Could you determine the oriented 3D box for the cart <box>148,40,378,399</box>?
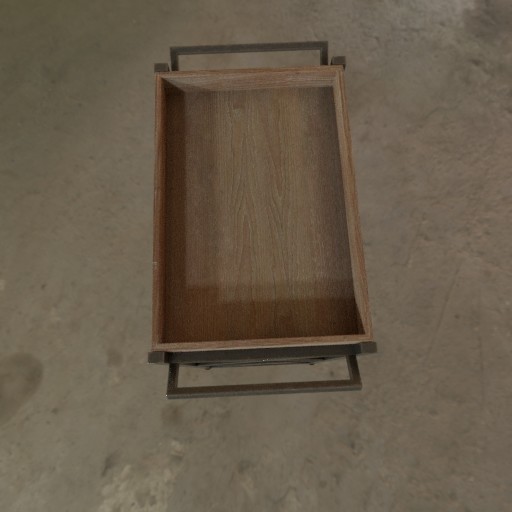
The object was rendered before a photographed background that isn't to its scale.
[{"bbox_3d":[0.000,0.000,1.182,0.377,0.835,0.673,-3,75,-1],"label":"cart"}]
